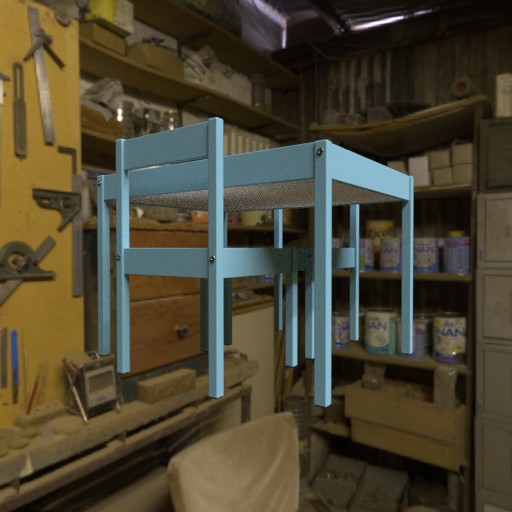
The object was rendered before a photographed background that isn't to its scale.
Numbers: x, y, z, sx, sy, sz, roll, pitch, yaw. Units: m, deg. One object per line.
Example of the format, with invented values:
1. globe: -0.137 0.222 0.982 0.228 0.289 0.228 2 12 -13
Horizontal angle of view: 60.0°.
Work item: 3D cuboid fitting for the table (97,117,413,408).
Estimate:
1. table: 0.000 0.000 1.124 0.639 0.503 0.633 1 1 36
